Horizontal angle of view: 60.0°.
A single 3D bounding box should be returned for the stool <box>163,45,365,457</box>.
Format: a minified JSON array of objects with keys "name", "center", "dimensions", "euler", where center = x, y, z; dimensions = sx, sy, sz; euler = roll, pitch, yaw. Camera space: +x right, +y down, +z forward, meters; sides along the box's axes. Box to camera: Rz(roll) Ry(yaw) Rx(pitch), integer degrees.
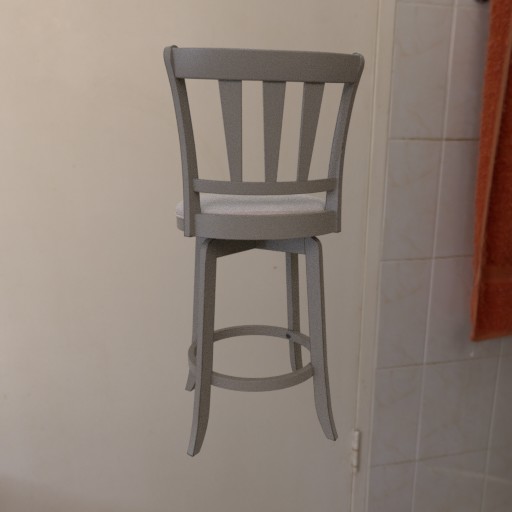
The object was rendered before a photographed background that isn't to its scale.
[{"name":"stool","center":[0.000,0.000,1.228],"dimensions":[0.450,0.994,0.486],"euler":[-2,13,-10]}]
